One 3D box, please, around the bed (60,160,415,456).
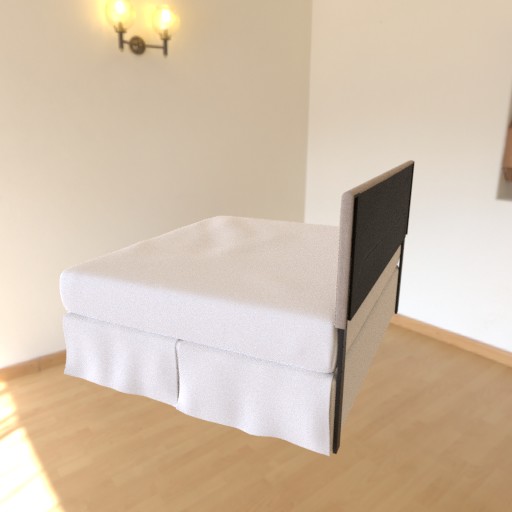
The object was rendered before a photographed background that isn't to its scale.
[{"bbox_3d":[0.000,0.000,3.347,1.914,1.346,2.170,8,18,25],"label":"bed"}]
